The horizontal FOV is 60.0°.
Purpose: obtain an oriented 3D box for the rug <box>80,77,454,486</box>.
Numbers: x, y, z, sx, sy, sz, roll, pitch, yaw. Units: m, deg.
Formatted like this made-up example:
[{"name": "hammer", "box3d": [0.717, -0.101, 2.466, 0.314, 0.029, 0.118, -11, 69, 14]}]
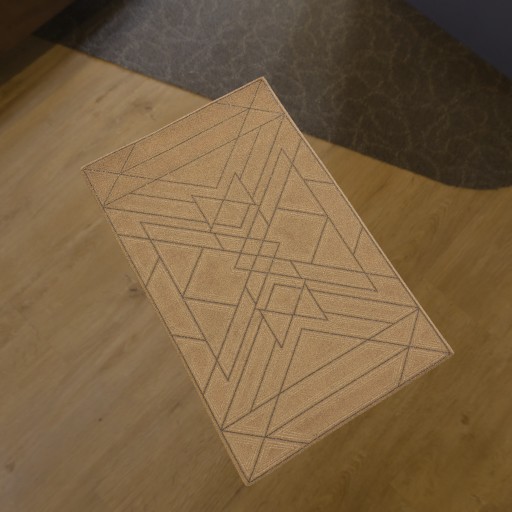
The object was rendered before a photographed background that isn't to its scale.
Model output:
[{"name": "rug", "box3d": [0.000, 0.000, 3.071, 1.575, 0.023, 2.459, -29, 76, -8]}]
